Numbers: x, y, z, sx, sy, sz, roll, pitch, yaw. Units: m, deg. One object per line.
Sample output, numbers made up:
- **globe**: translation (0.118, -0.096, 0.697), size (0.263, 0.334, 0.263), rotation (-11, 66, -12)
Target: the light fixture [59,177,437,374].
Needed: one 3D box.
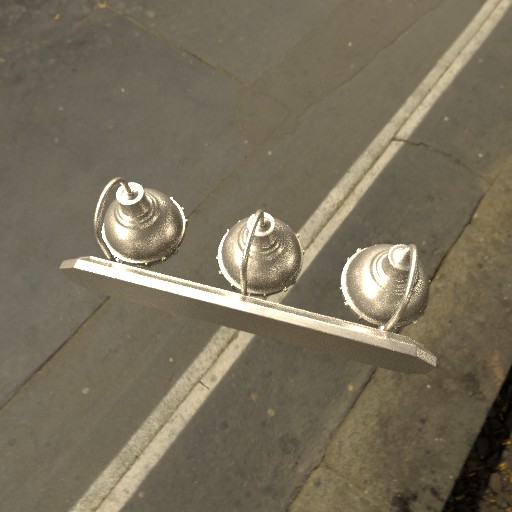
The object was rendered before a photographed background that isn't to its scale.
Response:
- **light fixture**: translation (0.000, 0.000, 0.769), size (0.634, 0.254, 0.229), rotation (14, 64, 7)
